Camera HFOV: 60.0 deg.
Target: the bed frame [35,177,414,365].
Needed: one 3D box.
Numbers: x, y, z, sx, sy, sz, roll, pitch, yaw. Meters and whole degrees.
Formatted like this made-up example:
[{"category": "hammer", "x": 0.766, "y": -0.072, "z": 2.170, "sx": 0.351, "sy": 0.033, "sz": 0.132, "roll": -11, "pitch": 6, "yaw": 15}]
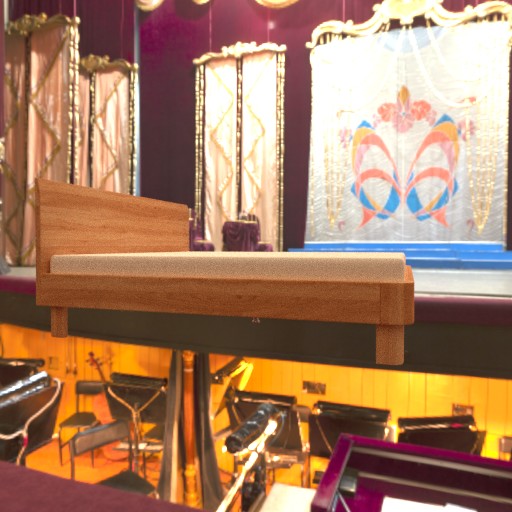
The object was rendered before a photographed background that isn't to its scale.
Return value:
[{"category": "bed frame", "x": 0.000, "y": 0.000, "z": 3.146, "sx": 2.092, "sy": 0.940, "sz": 1.872, "roll": 0, "pitch": 1, "yaw": 19}]
